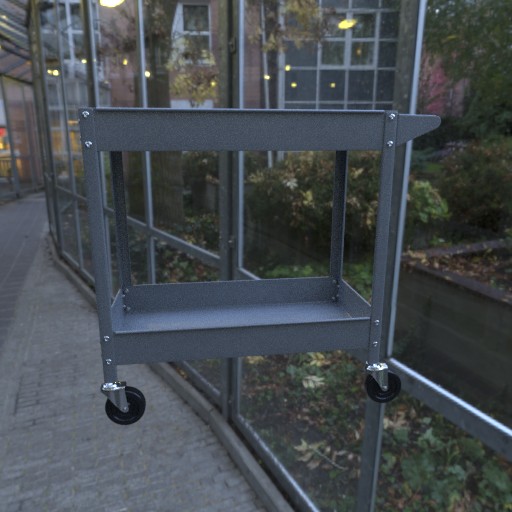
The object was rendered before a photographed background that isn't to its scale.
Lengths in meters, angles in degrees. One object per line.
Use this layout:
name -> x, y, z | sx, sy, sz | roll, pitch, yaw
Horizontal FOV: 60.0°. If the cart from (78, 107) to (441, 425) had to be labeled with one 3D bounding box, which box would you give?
cart -> 0.000, 0.000, 1.176 | 0.779, 0.719, 0.366 | -2, 15, -8
